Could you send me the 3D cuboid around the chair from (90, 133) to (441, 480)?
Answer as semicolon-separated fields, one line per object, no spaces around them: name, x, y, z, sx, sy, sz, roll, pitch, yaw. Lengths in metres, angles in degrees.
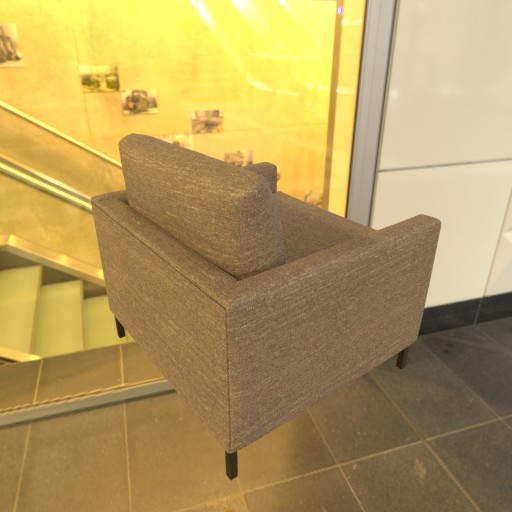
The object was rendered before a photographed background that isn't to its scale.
chair;0.000;0.000;1.597;0.845;0.841;0.940;-19;32;-33
